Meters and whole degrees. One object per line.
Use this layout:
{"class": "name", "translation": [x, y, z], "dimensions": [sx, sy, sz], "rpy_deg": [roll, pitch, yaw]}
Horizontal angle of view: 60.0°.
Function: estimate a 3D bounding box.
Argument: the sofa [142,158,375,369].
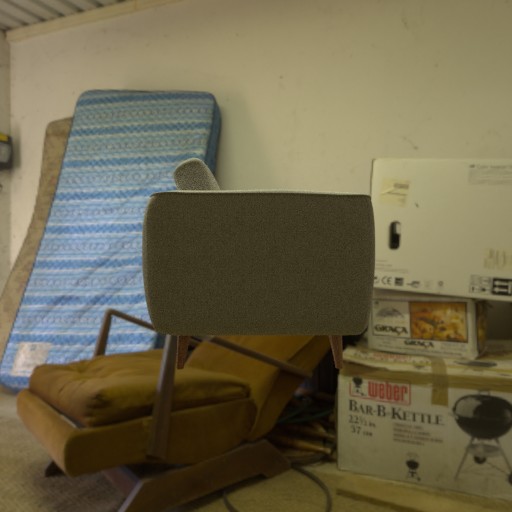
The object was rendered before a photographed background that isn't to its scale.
{"class": "sofa", "translation": [0.000, 0.000, 2.572], "dimensions": [0.920, 0.850, 2.000], "rpy_deg": [0, 1, -1]}
